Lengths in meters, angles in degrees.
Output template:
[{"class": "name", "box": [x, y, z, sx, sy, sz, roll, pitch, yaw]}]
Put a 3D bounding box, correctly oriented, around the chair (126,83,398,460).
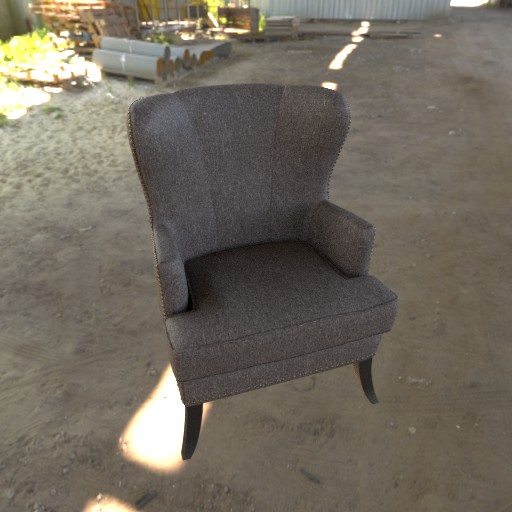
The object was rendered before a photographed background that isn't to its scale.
[{"class": "chair", "box": [0.000, 0.000, 1.601, 0.759, 1.060, 0.758, -10, 33, -16]}]
